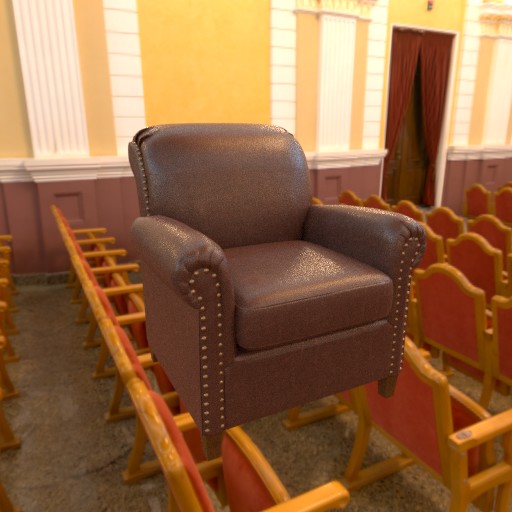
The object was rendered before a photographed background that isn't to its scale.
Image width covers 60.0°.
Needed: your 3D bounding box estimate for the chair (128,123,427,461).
[{"bbox_3d":[0.000,0.000,1.605,0.854,0.927,0.890,-8,18,-26],"label":"chair"}]
